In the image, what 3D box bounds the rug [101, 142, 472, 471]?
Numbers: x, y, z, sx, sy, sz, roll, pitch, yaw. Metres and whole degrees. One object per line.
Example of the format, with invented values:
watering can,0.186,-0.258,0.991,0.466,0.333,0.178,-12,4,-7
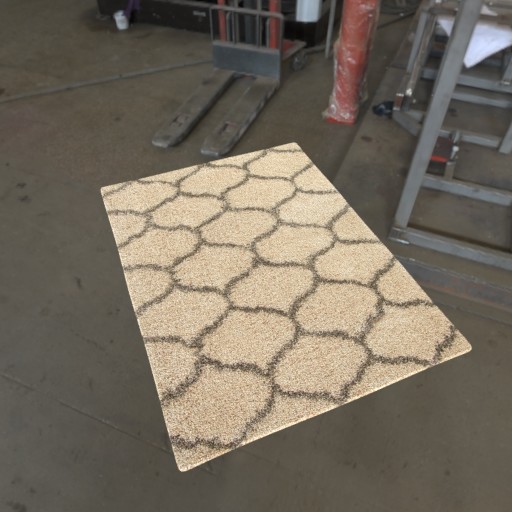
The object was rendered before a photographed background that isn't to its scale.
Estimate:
rug,0.000,0.000,2.101,1.200,0.025,1.600,-17,49,-15
